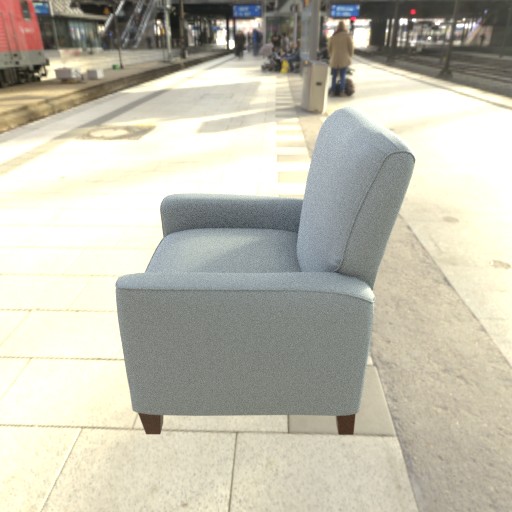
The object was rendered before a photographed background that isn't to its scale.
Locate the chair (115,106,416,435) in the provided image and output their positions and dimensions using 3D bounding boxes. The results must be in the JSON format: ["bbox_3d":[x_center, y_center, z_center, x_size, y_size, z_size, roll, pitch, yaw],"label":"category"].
[{"bbox_3d":[0.000,0.000,1.646,0.846,1.007,0.853,0,26,0],"label":"chair"}]
